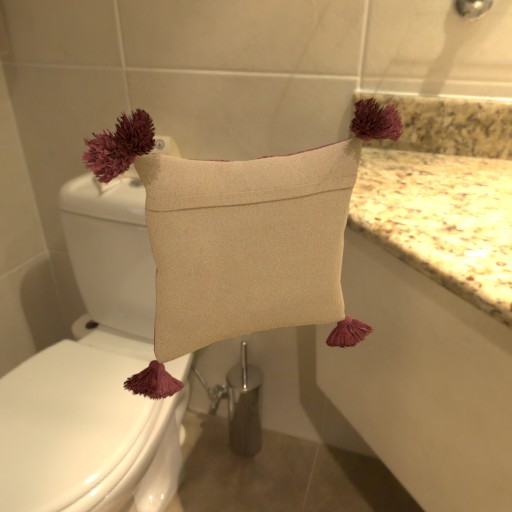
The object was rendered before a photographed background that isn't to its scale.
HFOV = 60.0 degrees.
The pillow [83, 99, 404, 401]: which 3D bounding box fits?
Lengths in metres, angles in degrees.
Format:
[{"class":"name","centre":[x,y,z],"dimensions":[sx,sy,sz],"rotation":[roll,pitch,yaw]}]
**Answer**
[{"class":"pillow","centre":[0.000,0.000,0.972],"dimensions":[0.641,0.659,0.138],"rotation":[-9,30,-16]}]
